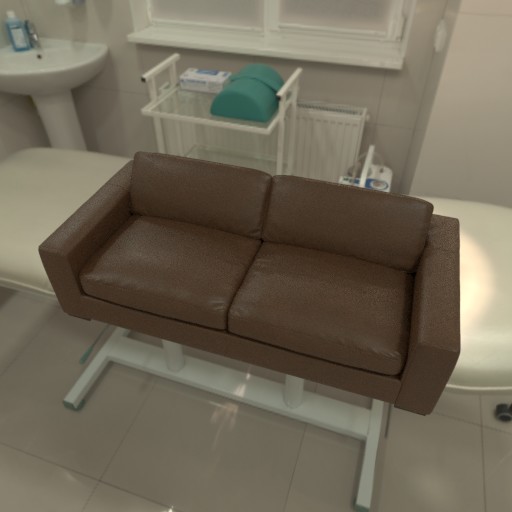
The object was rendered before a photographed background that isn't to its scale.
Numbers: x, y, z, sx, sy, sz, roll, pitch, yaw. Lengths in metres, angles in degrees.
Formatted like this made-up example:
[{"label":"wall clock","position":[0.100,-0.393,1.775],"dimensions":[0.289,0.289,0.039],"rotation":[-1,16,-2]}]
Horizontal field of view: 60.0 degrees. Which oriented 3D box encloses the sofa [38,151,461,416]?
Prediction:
[{"label":"sofa","position":[0.000,0.000,2.681],"dimensions":[2.262,0.801,1.070],"rotation":[12,43,14]}]
